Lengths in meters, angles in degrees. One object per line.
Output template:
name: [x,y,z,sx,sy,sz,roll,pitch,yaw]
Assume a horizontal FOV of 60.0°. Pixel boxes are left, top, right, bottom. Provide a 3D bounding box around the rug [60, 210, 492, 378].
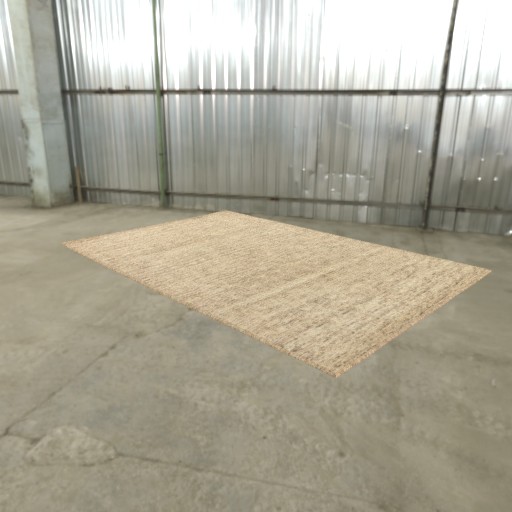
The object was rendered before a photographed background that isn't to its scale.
rug: [0.000,0.000,2.220,1.211,0.018,1.822,-17,24,-42]
